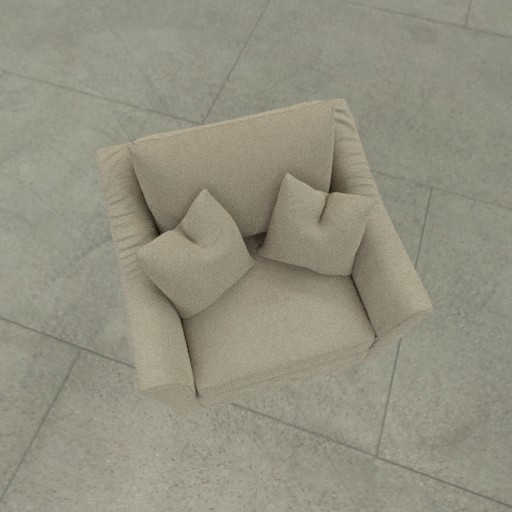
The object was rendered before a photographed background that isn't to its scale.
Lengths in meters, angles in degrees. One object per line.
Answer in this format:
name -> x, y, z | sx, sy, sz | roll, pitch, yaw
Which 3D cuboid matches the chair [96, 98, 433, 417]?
chair -> 0.000, 0.000, 2.086 | 1.194, 1.093, 1.071 | -14, 64, -7
